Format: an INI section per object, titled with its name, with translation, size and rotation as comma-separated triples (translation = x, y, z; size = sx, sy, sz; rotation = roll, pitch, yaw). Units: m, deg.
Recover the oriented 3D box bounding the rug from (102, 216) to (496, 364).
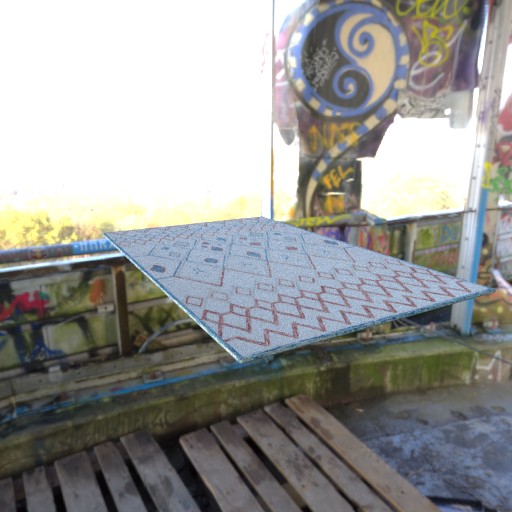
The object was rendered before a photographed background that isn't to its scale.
[rug]
translation = 0.000, 0.000, 2.982
size = 1.524, 0.015, 2.438
rotation = -9, 18, -29
